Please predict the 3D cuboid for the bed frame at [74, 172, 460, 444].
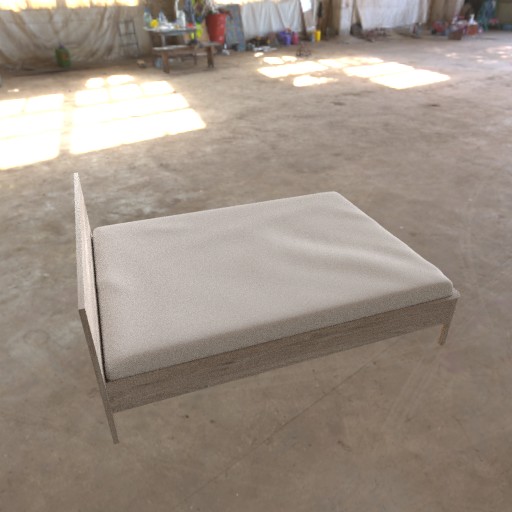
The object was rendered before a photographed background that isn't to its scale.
[{"bbox_3d":[0.000,0.000,2.743,1.950,0.800,1.490,-11,33,-17],"label":"bed frame"}]
